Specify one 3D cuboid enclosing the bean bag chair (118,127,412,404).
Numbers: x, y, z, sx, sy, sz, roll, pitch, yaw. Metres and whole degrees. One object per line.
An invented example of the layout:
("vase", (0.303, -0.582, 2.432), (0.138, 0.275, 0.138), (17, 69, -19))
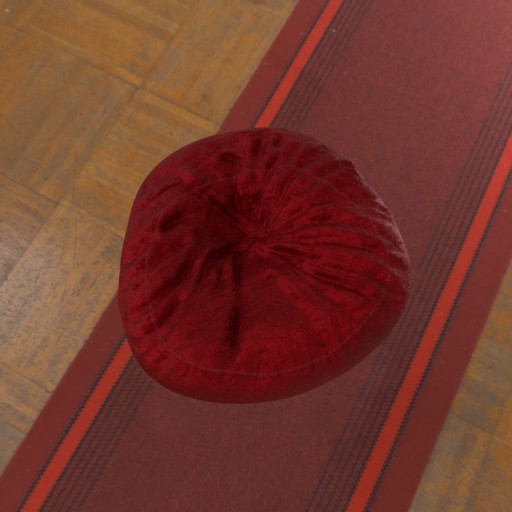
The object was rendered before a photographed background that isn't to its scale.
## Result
("bean bag chair", (0.000, 0.000, 2.460), (1.524, 0.878, 1.524), (-17, 76, -4))
